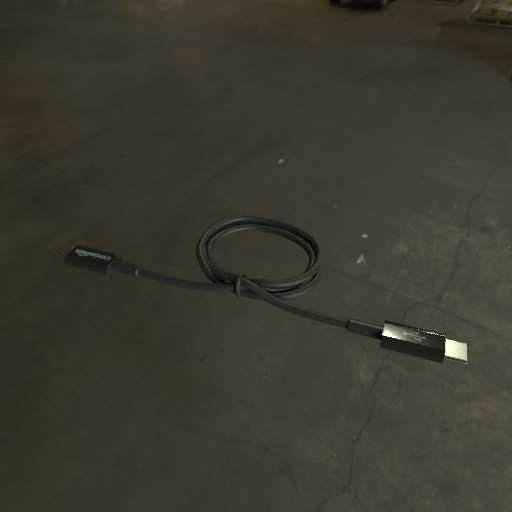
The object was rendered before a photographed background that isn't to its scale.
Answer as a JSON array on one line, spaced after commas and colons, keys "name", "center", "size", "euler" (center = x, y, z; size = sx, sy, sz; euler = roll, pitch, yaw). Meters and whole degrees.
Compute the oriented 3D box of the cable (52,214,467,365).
[{"name": "cable", "center": [0.000, 0.000, 0.227], "size": [0.203, 0.014, 0.070], "euler": [12, 41, 15]}]
